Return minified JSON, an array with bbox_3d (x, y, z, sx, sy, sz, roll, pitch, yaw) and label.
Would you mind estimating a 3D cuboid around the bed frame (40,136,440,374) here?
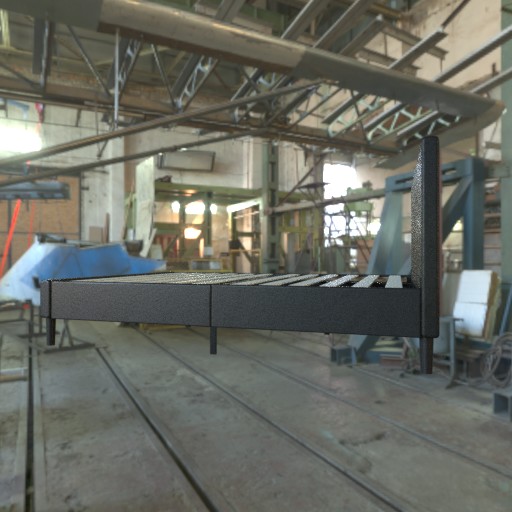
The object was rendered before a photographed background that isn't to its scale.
[{"bbox_3d":[0.000,0.000,3.197,2.318,1.127,1.634,0,0,18],"label":"bed frame"}]
